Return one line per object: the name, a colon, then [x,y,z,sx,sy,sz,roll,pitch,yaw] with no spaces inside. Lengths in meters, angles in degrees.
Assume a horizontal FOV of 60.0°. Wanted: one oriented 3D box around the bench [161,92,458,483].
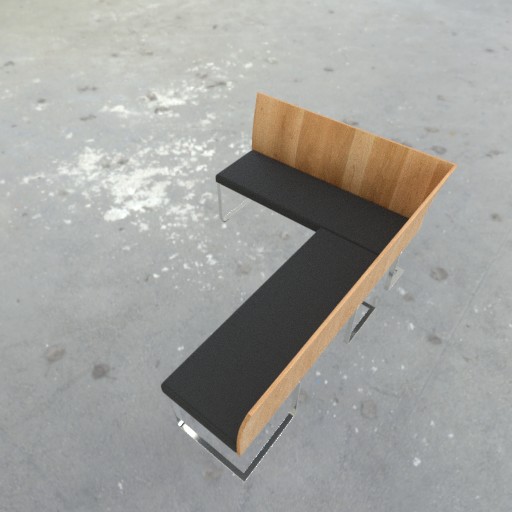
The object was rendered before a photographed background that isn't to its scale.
bench: [0.000,0.000,2.738,1.495,0.930,1.945,30,53,25]
